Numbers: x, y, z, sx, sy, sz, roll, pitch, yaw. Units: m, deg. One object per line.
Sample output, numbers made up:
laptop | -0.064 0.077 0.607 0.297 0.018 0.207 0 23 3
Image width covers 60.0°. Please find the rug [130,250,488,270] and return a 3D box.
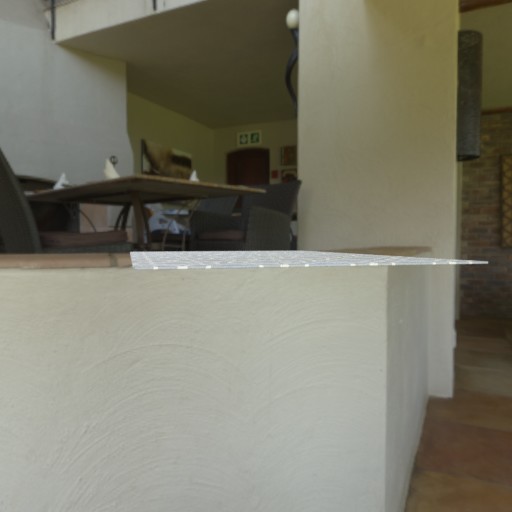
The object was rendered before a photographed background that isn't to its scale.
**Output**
rug | 0.000 0.000 2.670 1.451 0.010 2.080 -1 2 -16
